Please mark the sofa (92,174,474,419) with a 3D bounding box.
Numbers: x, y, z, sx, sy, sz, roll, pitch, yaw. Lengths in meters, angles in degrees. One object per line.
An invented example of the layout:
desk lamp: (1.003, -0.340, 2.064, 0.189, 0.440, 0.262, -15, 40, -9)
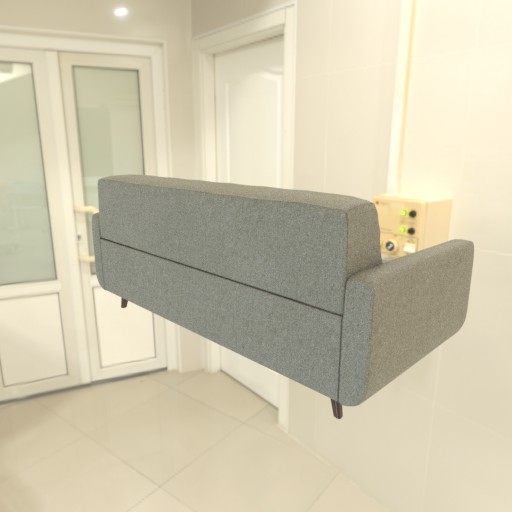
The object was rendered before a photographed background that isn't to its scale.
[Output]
sofa: (0.000, 0.000, 2.515, 0.968, 0.873, 2.055, -14, 20, -43)
